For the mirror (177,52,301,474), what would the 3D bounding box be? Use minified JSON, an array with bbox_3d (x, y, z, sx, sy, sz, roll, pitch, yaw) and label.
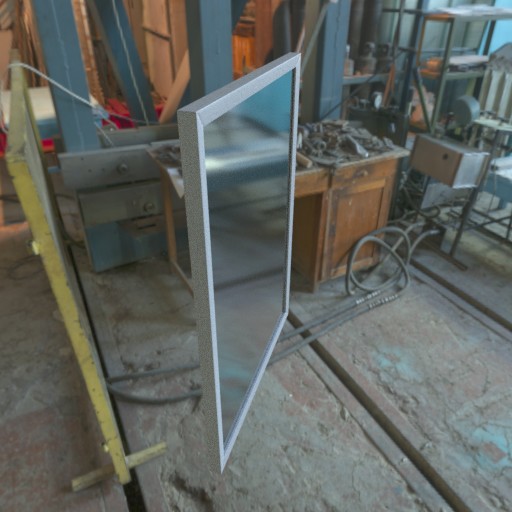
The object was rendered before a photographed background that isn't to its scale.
[{"bbox_3d":[0.000,0.000,1.315,0.040,1.016,0.762,10,33,15],"label":"mirror"}]
